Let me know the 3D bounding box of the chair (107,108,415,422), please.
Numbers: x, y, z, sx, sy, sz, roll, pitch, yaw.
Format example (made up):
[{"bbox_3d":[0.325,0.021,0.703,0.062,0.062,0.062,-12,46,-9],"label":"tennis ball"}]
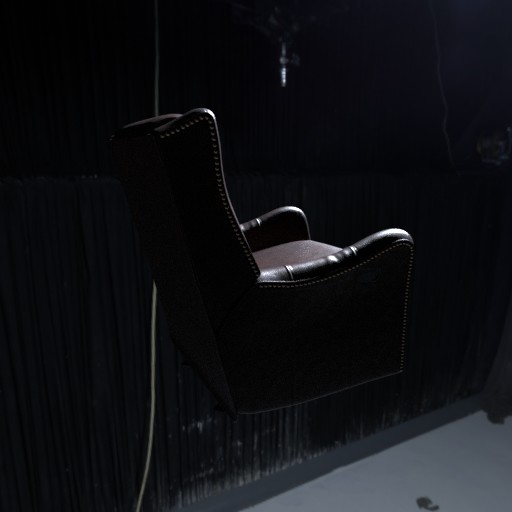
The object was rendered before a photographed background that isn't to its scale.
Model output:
[{"bbox_3d":[0.000,0.000,1.849,1.008,1.084,0.869,-7,15,-26],"label":"chair"}]
